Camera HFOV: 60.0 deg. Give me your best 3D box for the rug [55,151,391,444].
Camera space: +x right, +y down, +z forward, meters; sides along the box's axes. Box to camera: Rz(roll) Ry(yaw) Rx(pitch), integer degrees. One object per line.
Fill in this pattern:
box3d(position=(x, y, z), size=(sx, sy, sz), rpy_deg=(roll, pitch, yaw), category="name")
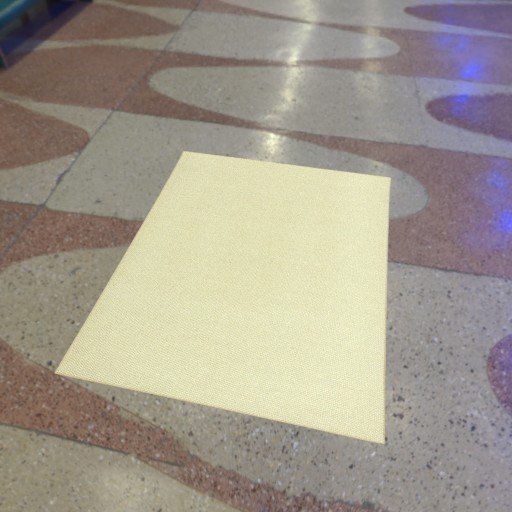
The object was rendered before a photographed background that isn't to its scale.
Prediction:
box3d(position=(0.000, 0.000, 4.172), size=(2.462, 0.018, 3.039), rpy_deg=(9, 47, 8), category="rug")
